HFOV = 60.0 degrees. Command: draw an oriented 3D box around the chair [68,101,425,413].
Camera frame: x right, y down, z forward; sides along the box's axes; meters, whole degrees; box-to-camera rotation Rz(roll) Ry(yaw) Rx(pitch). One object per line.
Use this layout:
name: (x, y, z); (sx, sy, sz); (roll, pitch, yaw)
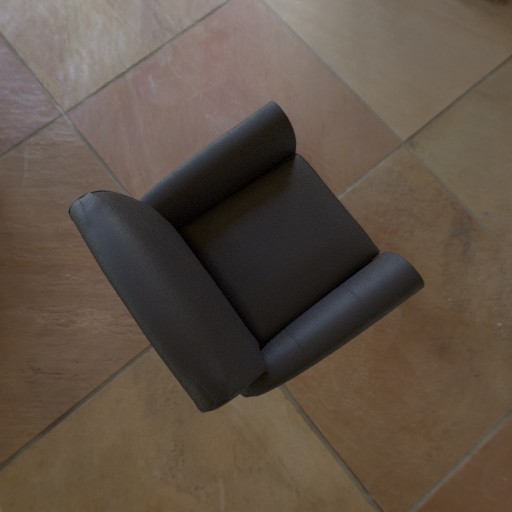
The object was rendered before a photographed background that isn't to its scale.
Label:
chair: (0.000, 0.000, 1.779); (0.902, 1.061, 0.978); (-35, 79, -8)
